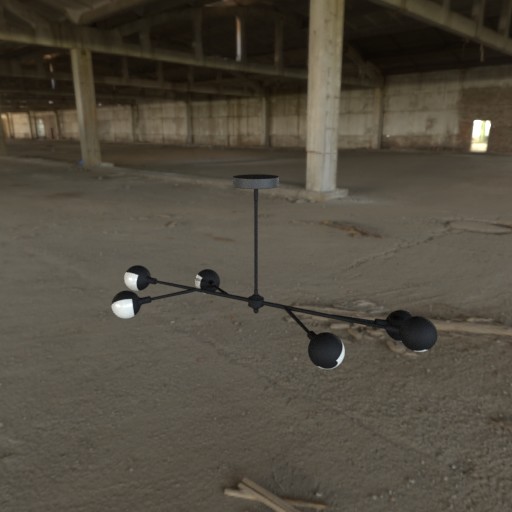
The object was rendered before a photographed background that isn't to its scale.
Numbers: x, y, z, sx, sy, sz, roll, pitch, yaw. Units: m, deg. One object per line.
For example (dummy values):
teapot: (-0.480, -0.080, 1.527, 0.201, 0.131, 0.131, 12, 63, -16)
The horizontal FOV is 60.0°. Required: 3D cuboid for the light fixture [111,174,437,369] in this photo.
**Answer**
light fixture: (0.000, 0.000, 1.021, 0.778, 0.362, 0.434, 15, 22, 42)
